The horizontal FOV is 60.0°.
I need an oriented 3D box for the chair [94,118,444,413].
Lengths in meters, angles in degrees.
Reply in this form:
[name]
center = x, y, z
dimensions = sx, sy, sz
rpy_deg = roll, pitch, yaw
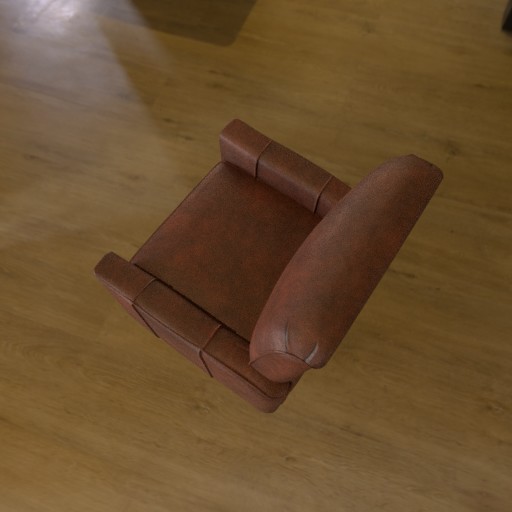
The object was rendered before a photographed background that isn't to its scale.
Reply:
[chair]
center = 0.000, 0.000, 1.646
dimensions = 0.836, 1.043, 0.843
rpy_deg = 32, 69, 14
